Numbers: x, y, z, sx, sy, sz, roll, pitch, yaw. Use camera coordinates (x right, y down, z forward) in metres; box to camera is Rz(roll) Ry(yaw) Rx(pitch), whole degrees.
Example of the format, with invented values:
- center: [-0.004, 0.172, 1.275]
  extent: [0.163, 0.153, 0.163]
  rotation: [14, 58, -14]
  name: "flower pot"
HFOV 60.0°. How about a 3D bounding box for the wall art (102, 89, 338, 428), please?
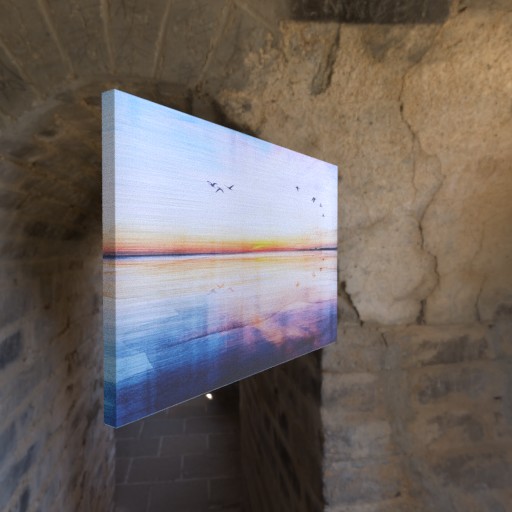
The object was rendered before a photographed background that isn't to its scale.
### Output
- center: [0.000, 0.000, 1.169]
  extent: [0.037, 0.605, 0.911]
  rotation: [1, 1, 36]
  name: "wall art"
